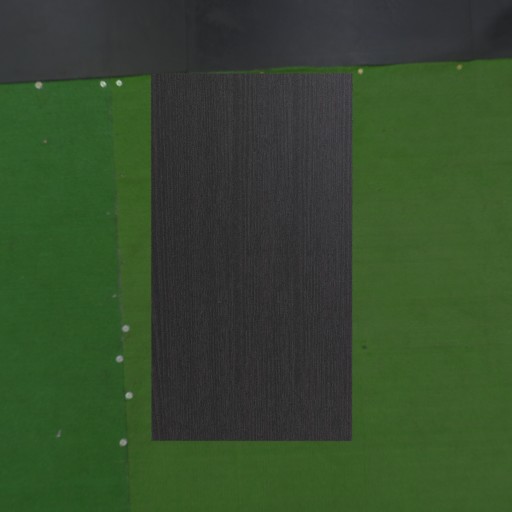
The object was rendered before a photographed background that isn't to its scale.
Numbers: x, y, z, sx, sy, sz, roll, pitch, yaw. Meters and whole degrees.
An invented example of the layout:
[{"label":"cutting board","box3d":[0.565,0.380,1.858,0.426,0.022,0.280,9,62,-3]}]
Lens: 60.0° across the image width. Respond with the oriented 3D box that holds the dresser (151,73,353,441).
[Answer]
[{"label":"dresser","box3d":[0.000,0.000,1.358,0.399,1.020,0.704,0,90,0]}]
